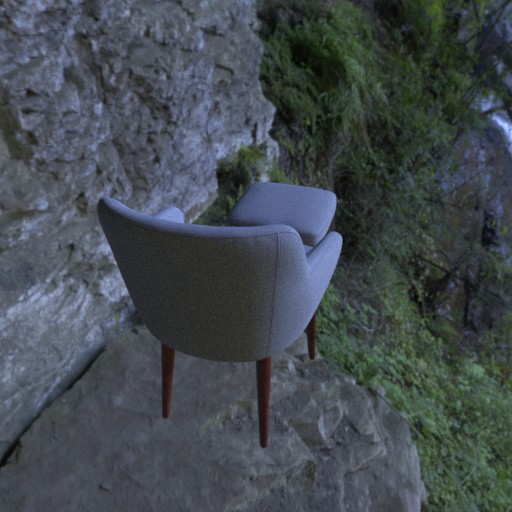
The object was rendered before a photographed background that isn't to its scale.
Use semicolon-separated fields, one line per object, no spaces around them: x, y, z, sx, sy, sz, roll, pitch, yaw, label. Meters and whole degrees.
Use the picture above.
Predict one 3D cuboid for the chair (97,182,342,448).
0.000;0.000;1.531;0.584;0.799;1.107;10;34;15;chair
